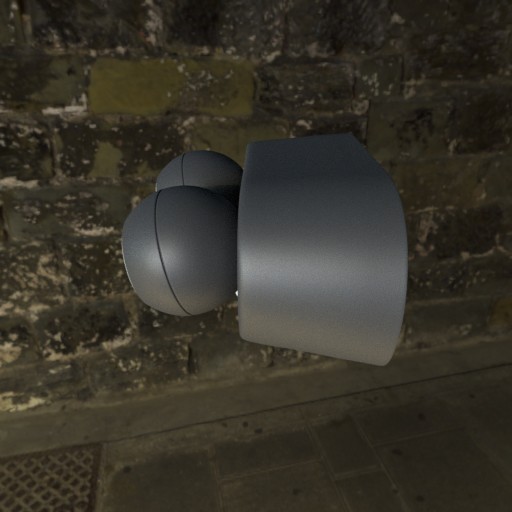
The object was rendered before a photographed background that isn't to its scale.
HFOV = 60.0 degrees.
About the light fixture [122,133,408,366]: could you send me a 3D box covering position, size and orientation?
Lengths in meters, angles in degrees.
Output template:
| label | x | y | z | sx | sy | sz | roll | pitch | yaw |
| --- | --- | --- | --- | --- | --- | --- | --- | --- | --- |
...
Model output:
| label | x | y | z | sx | sy | sz | roll | pitch | yaw |
| --- | --- | --- | --- | --- | --- | --- | --- | --- | --- |
| light fixture | 0.000 | 0.000 | 0.336 | 0.159 | 0.159 | 0.229 | 0 | 27 | 1 |
